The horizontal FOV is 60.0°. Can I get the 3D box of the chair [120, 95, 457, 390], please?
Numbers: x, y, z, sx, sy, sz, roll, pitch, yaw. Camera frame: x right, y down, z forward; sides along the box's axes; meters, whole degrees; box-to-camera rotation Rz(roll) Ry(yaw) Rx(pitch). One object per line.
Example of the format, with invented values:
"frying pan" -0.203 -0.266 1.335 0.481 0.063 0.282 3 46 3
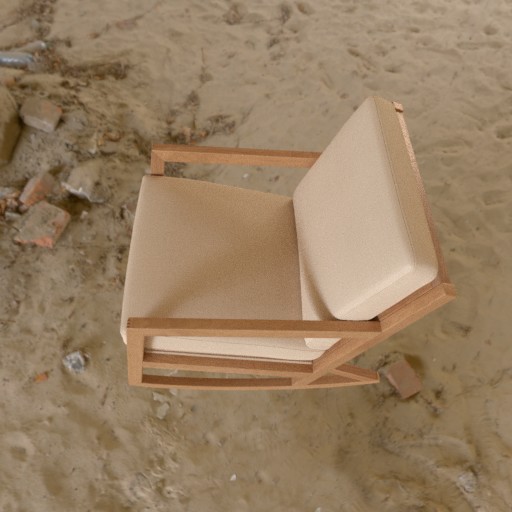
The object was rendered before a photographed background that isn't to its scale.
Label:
"chair" 0.000 0.000 1.387 0.857 0.790 0.622 -1 58 -1
